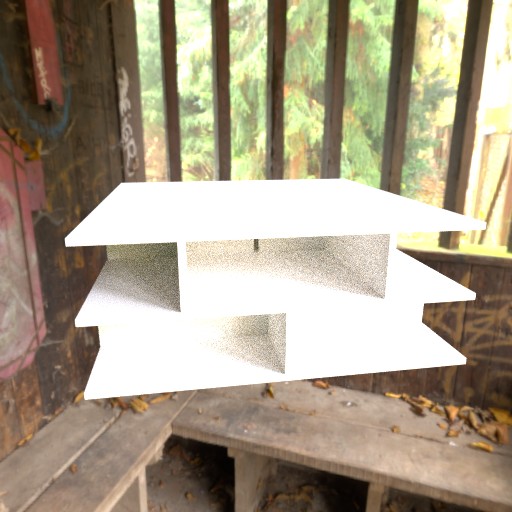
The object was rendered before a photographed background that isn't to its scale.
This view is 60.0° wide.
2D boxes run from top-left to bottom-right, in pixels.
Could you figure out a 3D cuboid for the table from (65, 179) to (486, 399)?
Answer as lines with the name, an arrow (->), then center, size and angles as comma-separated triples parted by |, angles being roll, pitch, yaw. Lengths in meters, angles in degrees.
table -> 0.000, 0.000, 1.092 | 0.700, 0.289, 0.700 | -3, 16, -9
